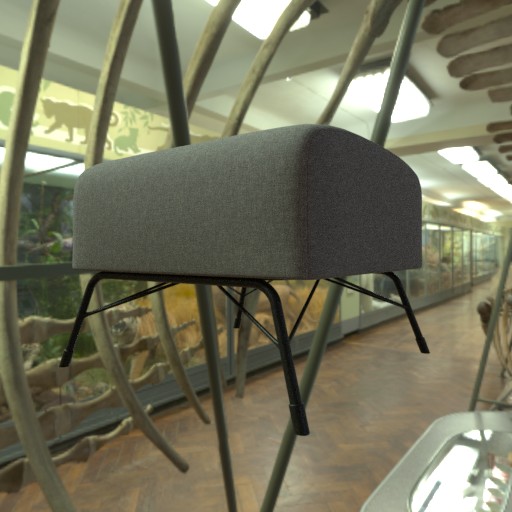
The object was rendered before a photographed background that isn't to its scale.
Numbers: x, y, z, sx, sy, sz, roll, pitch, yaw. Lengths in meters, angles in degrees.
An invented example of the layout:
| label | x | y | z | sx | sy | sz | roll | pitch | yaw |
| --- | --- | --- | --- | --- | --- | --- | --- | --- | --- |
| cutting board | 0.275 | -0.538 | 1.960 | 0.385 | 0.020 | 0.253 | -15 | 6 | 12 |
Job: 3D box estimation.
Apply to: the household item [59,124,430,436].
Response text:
| label | x | y | z | sx | sy | sz | roll | pitch | yaw |
| --- | --- | --- | --- | --- | --- | --- | --- | --- | --- |
| household item | 0.000 | 0.000 | 0.879 | 0.530 | 0.410 | 0.530 | 0 | 1 | 36 |
